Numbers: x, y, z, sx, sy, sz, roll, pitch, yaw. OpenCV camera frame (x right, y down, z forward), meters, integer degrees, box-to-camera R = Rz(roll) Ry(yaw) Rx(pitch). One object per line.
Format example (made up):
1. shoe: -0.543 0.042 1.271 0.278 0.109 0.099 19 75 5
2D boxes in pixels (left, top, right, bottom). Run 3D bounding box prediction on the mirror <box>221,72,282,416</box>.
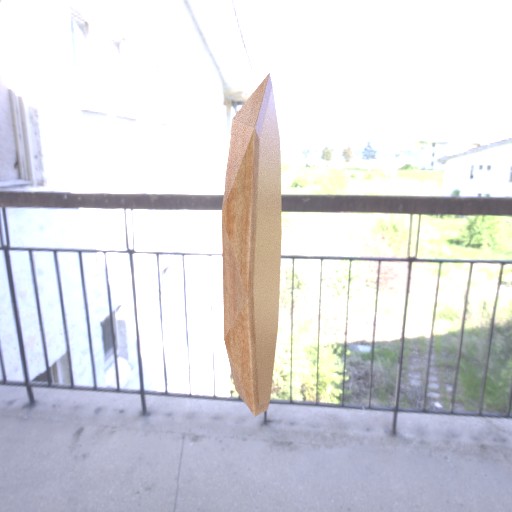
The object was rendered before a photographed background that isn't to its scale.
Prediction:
1. mirror: 0.000 0.000 0.998 0.070 0.774 0.577 2 14 8
